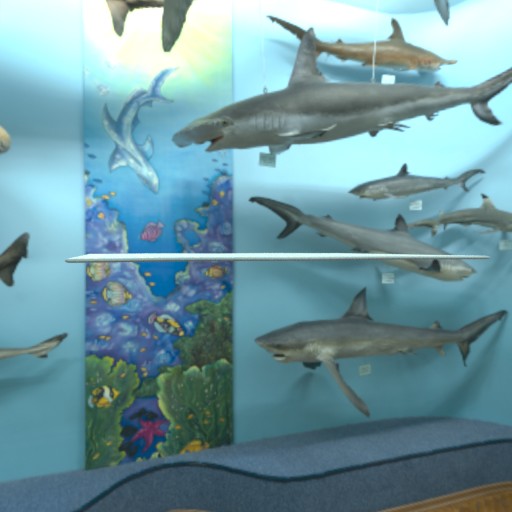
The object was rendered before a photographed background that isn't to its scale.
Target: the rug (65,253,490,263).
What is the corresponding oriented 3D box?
[{"bbox_3d":[0.000,0.000,4.127,3.066,0.030,2.462,0,1,-18],"label":"rug"}]
